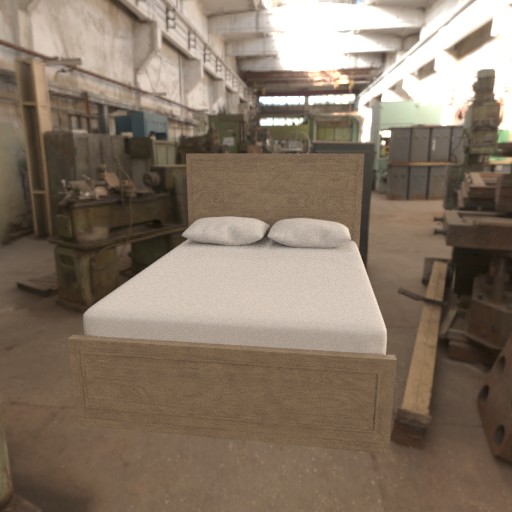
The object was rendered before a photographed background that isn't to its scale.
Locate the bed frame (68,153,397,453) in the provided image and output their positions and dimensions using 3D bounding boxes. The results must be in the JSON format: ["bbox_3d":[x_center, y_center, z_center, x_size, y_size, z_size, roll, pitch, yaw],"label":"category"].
[{"bbox_3d":[0.000,0.000,3.125,1.606,1.369,2.189,2,14,8],"label":"bed frame"}]
